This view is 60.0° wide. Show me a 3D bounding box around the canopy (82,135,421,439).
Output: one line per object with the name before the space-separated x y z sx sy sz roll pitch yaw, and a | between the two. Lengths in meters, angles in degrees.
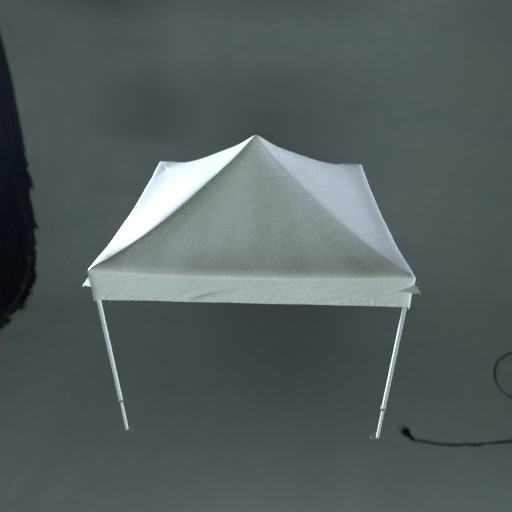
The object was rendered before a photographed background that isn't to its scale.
canopy | 0.000 0.000 5.485 2.996 2.998 2.994 1 31 2
